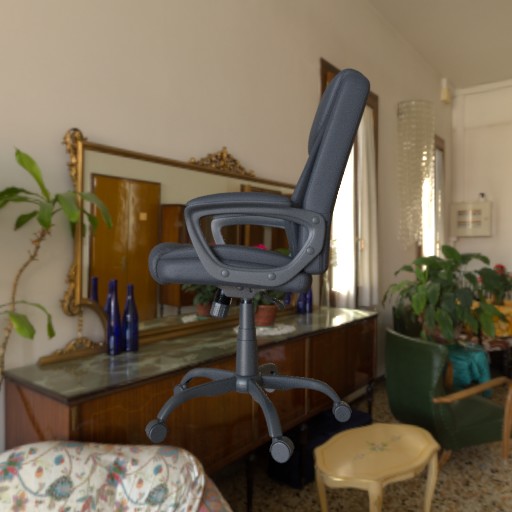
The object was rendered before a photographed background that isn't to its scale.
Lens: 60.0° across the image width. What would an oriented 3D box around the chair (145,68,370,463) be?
[{"bbox_3d":[0.000,0.000,1.452,0.655,1.072,0.615,0,1,2],"label":"chair"}]
